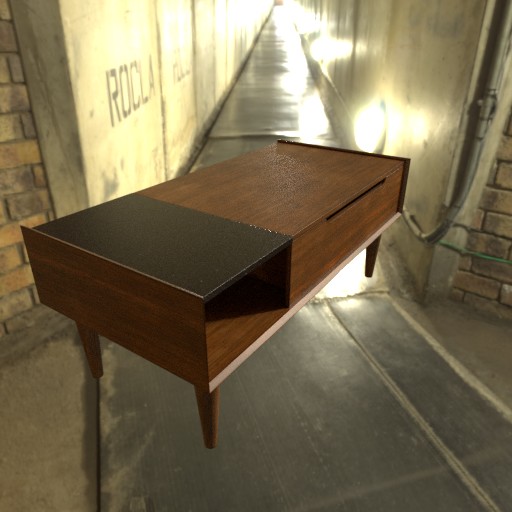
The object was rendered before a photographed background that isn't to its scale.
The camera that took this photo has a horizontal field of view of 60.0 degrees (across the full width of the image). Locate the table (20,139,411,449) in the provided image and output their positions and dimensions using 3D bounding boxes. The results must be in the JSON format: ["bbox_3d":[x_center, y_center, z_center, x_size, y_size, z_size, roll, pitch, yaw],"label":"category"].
[{"bbox_3d":[0.000,0.000,1.531,0.610,0.508,1.221,17,32,30],"label":"table"}]
